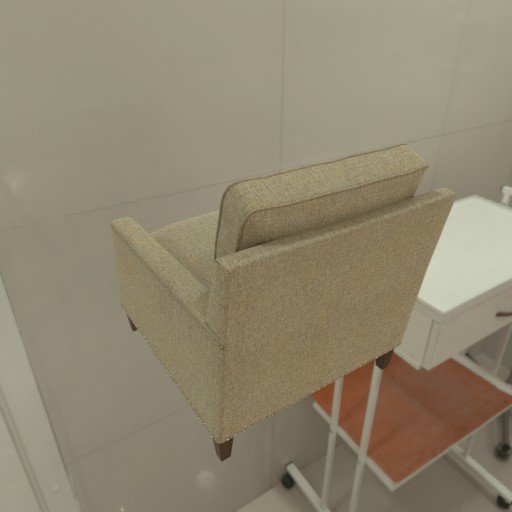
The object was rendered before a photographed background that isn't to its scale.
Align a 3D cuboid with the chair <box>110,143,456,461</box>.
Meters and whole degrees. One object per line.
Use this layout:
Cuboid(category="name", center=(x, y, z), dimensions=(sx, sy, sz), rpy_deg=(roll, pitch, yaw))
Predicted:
Cuboid(category="chair", center=(0.000, 0.000, 1.707), dimensions=(0.853, 0.943, 1.014), rpy_deg=(-18, 34, -29))
